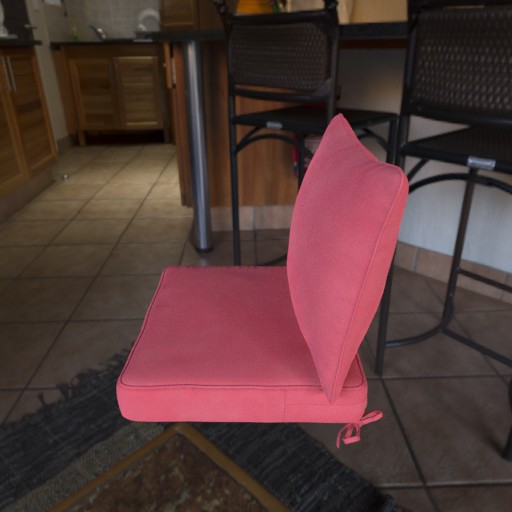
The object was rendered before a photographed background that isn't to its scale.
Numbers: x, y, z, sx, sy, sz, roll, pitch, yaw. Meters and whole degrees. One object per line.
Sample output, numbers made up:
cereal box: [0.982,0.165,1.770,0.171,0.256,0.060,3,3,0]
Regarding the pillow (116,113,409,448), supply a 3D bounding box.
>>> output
pillow: [0.000,0.000,1.332,0.733,0.725,0.798,0,26,0]
